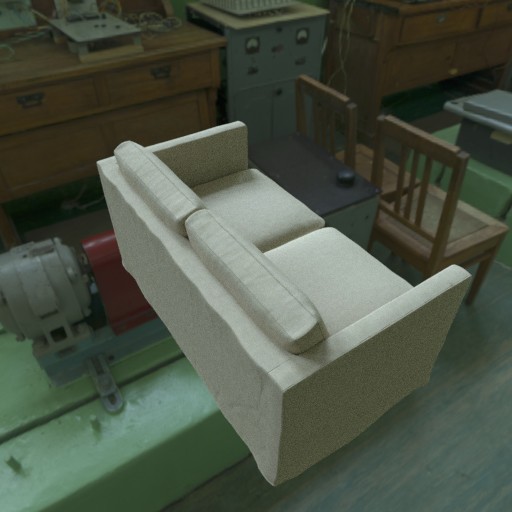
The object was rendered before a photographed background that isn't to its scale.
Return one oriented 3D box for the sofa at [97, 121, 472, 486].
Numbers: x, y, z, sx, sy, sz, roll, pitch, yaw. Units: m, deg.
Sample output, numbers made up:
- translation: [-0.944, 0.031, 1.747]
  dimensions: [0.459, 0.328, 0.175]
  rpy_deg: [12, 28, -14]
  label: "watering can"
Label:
- translation: [0.000, 0.000, 2.234]
  dimensions: [0.962, 0.835, 1.719]
  rpy_deg: [-24, 47, -25]
  label: "sofa"
